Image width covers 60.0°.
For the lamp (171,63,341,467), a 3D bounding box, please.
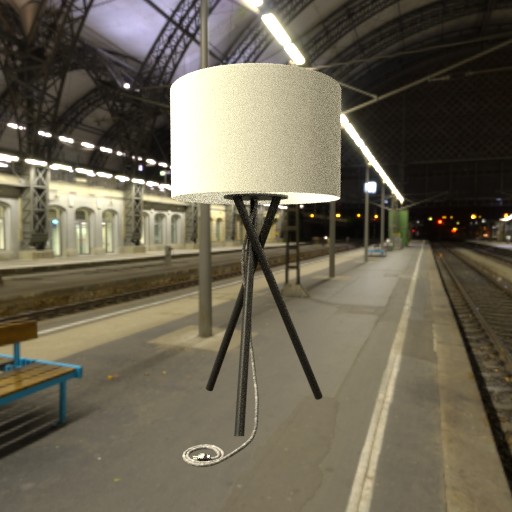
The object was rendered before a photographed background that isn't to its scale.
[{"bbox_3d":[0.000,0.000,0.915,0.353,0.674,0.422,0,3,0],"label":"lamp"}]
